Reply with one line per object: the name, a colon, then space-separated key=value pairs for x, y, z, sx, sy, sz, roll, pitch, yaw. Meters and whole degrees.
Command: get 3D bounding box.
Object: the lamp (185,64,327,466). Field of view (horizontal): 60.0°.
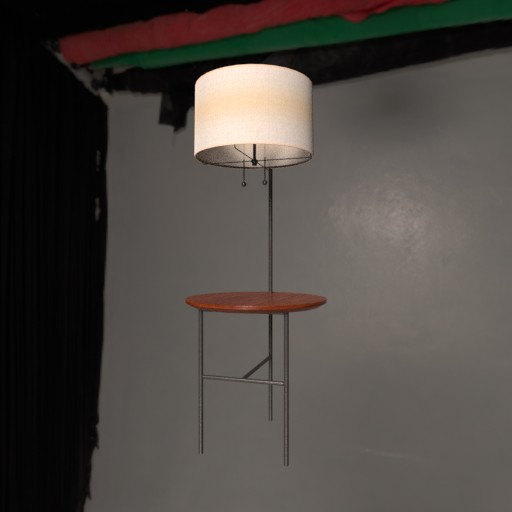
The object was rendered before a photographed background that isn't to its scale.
lamp: x=0.000 y=0.000 z=1.819 sx=0.573 sy=1.517 sz=0.573 roll=0 pitch=0 yaw=0
